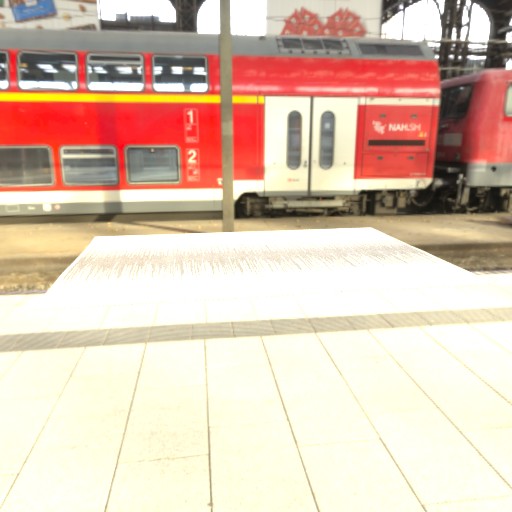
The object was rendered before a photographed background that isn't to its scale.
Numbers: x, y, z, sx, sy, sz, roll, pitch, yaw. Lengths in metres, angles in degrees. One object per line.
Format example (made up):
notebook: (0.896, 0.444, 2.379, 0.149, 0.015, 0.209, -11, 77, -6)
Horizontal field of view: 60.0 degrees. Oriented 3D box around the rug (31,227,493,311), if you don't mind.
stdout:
rug: (0.000, 0.000, 2.288, 1.815, 0.007, 1.226, -2, 15, -9)
